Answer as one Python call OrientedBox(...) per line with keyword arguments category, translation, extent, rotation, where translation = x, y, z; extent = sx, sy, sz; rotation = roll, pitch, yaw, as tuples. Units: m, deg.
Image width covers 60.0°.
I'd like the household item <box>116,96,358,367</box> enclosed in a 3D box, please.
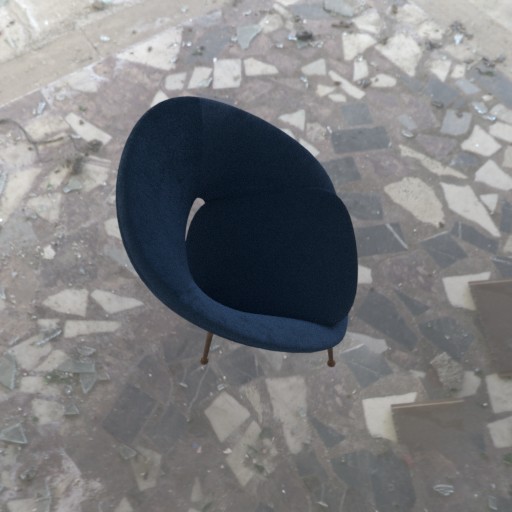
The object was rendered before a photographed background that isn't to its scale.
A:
OrientedBox(category="household item", translation=(0.000, 0.000, 1.273), extent=(0.573, 0.852, 0.623), rotation=(1, 65, 0))
